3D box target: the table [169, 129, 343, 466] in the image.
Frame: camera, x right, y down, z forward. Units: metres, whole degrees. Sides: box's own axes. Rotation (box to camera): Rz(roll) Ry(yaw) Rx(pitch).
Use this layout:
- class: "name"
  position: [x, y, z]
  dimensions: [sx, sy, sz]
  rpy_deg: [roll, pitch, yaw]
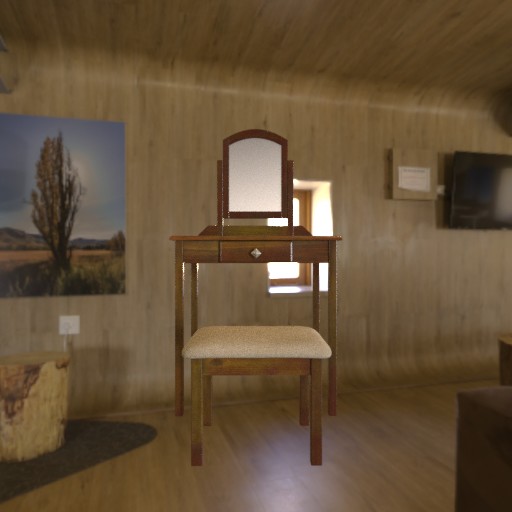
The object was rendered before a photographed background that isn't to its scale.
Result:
- class: "table"
  position: [0.000, 0.000, 2.302]
  dimensions: [0.876, 1.631, 1.211]
  rpy_deg: [0, 0, 0]
